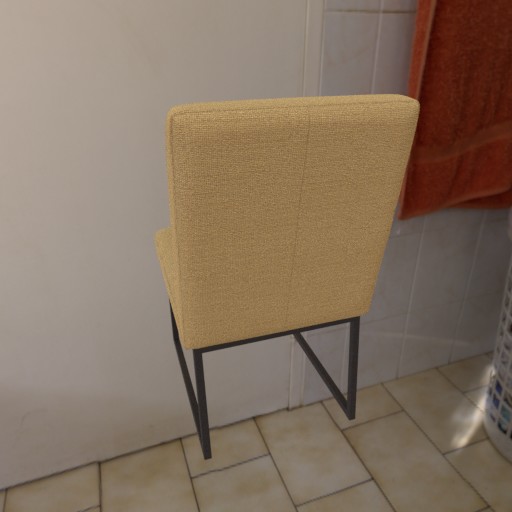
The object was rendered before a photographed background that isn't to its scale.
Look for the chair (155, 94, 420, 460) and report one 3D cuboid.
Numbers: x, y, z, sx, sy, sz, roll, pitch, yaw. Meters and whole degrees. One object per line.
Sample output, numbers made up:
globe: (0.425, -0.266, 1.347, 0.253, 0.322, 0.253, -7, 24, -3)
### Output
chair: (0.000, 0.000, 1.279, 0.520, 0.930, 0.634, -8, 28, -16)
